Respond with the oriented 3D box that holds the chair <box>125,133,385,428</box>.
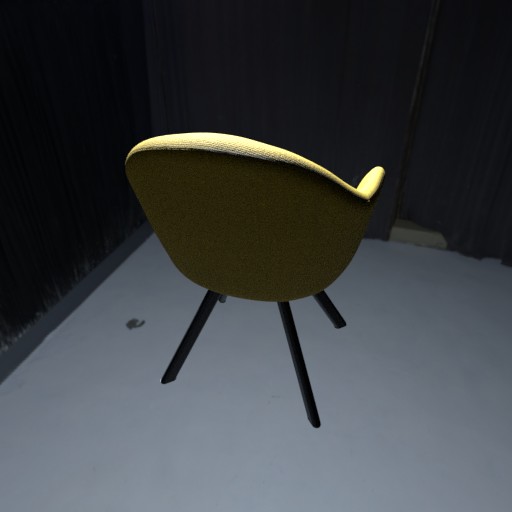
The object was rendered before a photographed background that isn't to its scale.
[{"bbox_3d":[0.000,0.000,1.199,0.590,0.795,0.550,11,34,16],"label":"chair"}]
